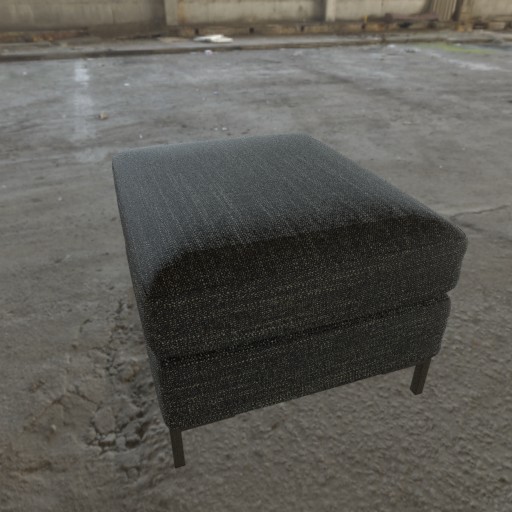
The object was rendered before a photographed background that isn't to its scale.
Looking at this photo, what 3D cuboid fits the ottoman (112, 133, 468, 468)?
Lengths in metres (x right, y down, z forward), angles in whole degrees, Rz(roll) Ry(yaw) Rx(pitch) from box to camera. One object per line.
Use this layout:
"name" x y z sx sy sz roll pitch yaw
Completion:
"ottoman" 0.000 0.000 1.205 0.667 0.491 0.814 -10 32 -16
